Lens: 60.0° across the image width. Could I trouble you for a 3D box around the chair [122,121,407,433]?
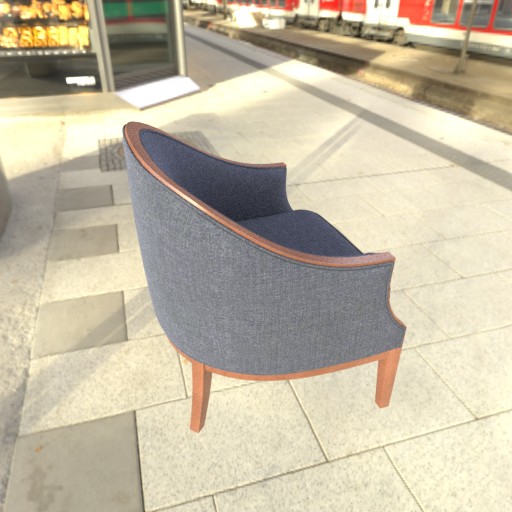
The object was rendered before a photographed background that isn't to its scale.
[{"bbox_3d":[0.000,0.000,1.472,0.735,0.876,0.803,-10,33,-16],"label":"chair"}]
